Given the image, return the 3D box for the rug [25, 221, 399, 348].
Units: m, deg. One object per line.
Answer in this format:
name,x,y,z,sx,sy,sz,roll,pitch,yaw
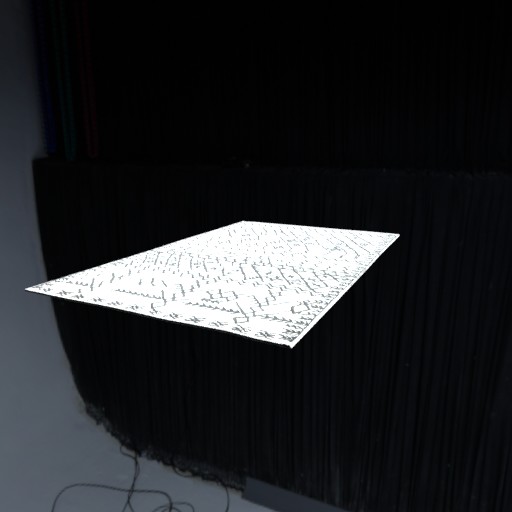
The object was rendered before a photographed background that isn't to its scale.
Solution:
rug,0.000,0.000,3.078,1.530,0.012,2.444,7,16,26
